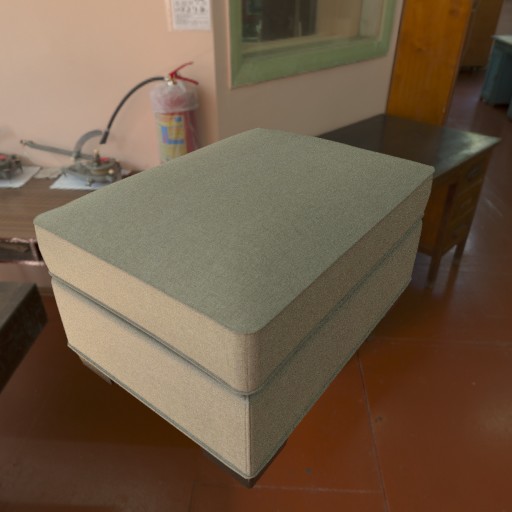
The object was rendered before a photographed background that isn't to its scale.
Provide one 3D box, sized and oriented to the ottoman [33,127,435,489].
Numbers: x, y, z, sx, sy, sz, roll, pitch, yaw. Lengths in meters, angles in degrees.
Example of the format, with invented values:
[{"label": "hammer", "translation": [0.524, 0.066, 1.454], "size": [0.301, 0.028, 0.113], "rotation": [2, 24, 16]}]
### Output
[{"label": "ottoman", "translation": [0.000, 0.000, 1.186], "size": [0.619, 0.504, 0.843], "rotation": [23, 39, 31]}]
